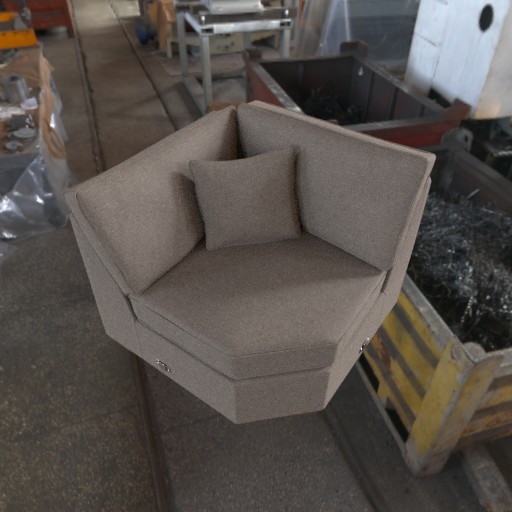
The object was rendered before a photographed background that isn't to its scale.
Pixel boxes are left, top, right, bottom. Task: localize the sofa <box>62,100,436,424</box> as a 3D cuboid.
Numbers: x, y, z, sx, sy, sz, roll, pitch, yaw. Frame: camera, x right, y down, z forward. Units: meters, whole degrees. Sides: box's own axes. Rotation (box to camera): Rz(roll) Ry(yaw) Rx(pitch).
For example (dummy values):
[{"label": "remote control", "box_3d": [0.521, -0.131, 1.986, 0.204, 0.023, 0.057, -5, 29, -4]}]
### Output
[{"label": "sofa", "box_3d": [0.000, 0.000, 1.901, 1.042, 0.951, 1.050, 26, 46, 27]}]
